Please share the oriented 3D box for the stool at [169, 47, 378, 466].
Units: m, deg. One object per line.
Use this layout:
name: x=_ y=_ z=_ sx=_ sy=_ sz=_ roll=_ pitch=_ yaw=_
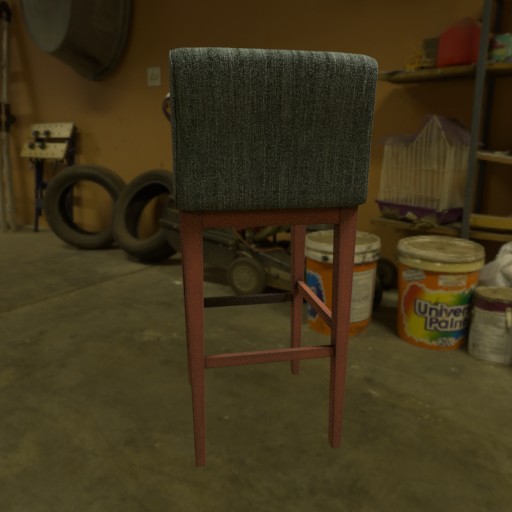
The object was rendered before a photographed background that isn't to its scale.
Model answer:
stool: x=0.000 y=0.000 z=1.210 sx=0.426 sy=0.965 sz=0.499 roll=-3 pitch=15 yaw=-10
